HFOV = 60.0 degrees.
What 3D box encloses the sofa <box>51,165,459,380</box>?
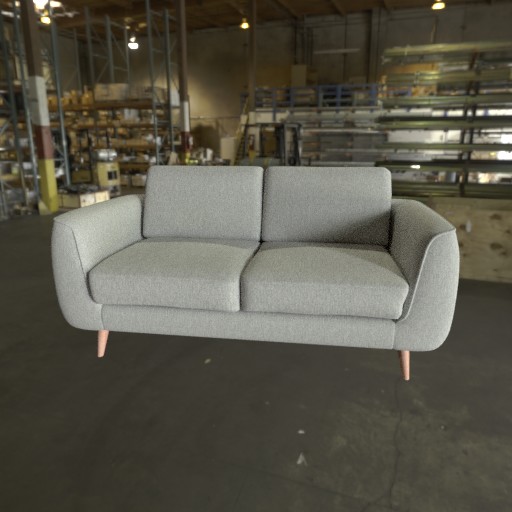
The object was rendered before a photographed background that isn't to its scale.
[{"bbox_3d":[0.000,0.000,2.212,1.700,0.850,0.920,2,15,8],"label":"sofa"}]
